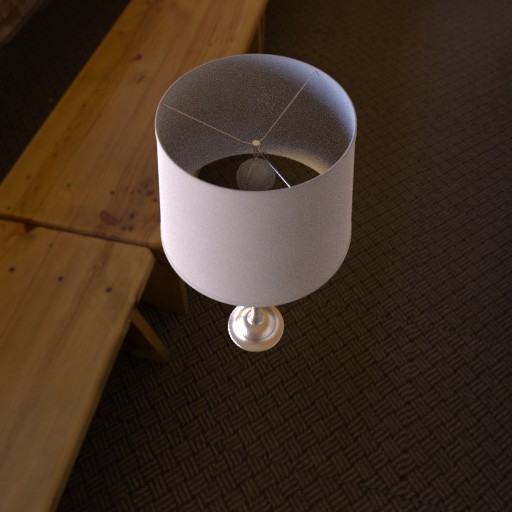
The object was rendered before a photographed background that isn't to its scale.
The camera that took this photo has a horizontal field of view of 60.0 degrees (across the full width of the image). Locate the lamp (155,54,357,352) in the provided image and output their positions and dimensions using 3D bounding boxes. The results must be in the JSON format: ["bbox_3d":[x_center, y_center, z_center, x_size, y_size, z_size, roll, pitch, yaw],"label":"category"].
[{"bbox_3d":[0.000,0.000,0.873,0.331,0.698,0.331,0,58,0],"label":"lamp"}]
